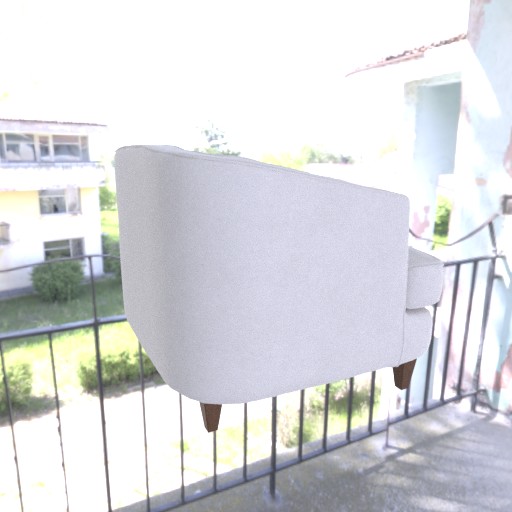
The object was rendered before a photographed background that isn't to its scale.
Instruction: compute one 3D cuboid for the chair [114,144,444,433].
[{"bbox_3d":[0.000,0.000,1.754,0.941,0.852,1.104,-7,15,-26],"label":"chair"}]
